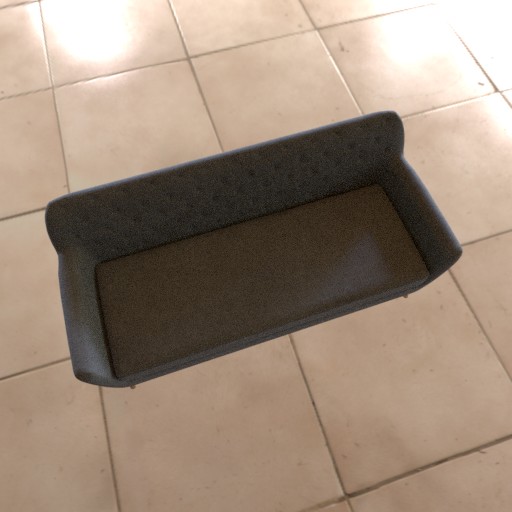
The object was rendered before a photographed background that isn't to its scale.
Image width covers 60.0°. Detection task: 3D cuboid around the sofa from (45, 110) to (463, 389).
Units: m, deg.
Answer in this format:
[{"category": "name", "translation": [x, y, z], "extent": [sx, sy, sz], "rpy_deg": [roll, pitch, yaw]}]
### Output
[{"category": "sofa", "translation": [0.000, 0.000, 2.396], "extent": [1.970, 0.830, 0.830], "rpy_deg": [-17, 65, -8]}]
